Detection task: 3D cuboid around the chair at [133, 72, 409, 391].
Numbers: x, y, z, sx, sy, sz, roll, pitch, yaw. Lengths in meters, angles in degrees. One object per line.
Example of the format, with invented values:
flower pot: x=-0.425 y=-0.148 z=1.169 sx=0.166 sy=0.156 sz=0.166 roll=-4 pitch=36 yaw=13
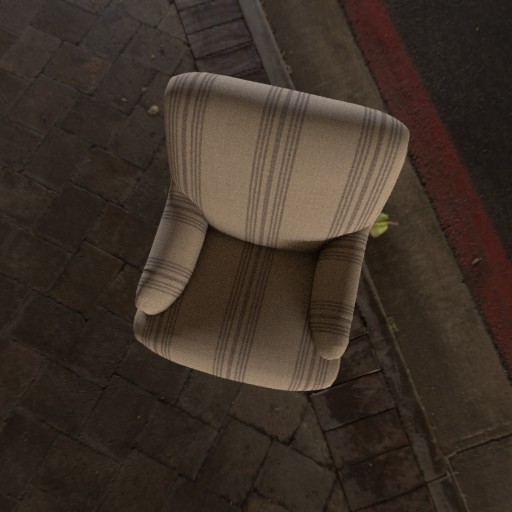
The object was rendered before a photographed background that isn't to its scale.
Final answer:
chair: x=0.000 y=0.000 z=1.653 sx=0.813 sy=0.940 sz=0.914 roll=14 pitch=76 yaw=3
